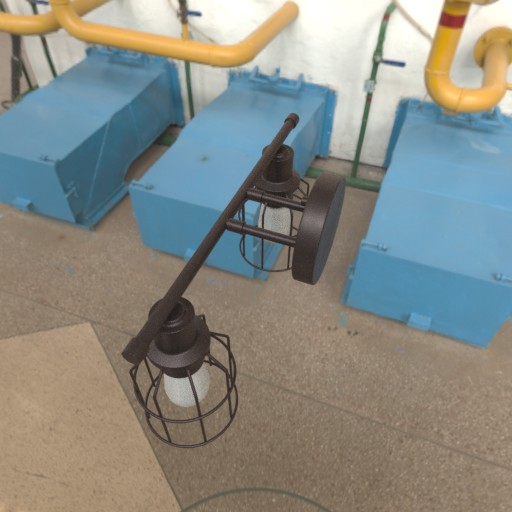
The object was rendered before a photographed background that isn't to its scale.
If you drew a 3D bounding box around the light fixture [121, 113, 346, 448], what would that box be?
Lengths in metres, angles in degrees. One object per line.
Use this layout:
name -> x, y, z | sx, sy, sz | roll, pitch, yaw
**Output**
light fixture -> 0.000, 0.000, 0.529 | 0.165, 0.254, 0.406 | 16, 49, 15
